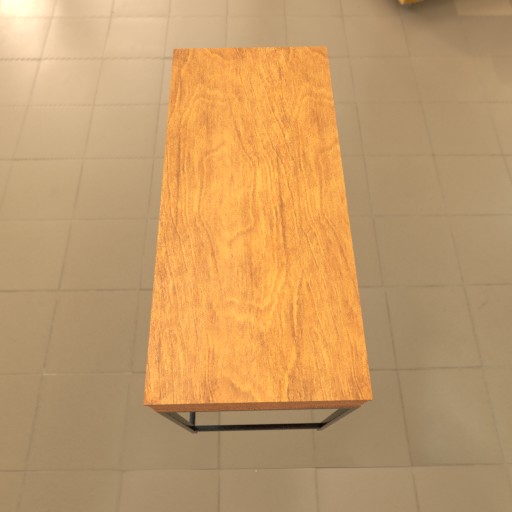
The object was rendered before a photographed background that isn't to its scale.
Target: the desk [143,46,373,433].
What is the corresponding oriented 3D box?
[{"bbox_3d":[0.000,0.000,1.446,0.470,0.762,1.016,-1,64,-1],"label":"desk"}]
